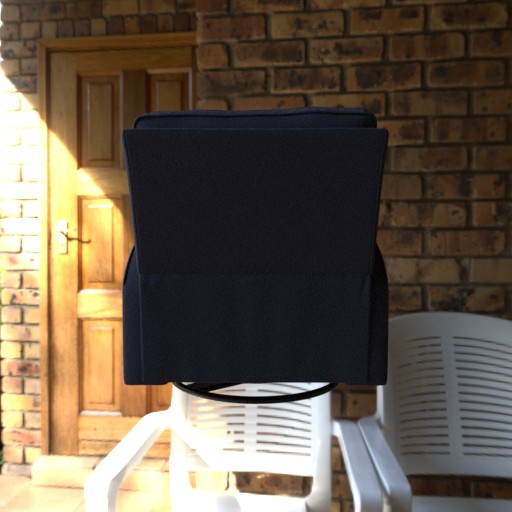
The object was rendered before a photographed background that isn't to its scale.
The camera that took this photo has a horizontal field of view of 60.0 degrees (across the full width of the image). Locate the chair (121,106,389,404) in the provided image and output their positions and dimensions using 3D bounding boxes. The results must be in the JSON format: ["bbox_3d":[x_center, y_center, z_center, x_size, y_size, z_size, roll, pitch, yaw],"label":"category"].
[{"bbox_3d":[0.000,0.000,1.701,0.861,0.962,0.964,0,1,0],"label":"chair"}]
